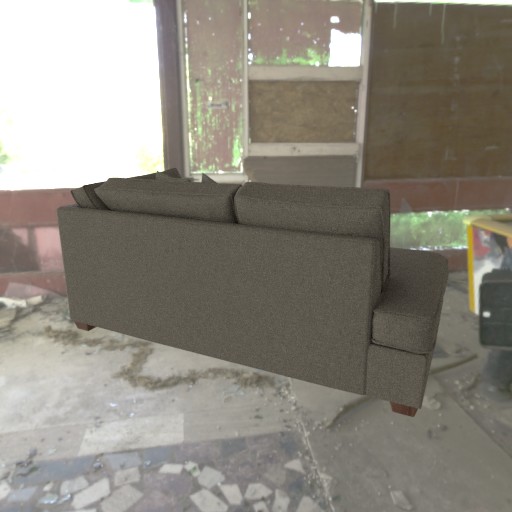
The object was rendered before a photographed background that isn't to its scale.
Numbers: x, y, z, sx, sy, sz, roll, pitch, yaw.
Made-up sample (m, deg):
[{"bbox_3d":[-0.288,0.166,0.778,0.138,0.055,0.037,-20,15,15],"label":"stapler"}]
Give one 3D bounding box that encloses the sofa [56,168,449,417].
[{"bbox_3d":[0.000,0.000,2.807,2.237,1.033,1.110,8,18,25],"label":"sofa"}]
